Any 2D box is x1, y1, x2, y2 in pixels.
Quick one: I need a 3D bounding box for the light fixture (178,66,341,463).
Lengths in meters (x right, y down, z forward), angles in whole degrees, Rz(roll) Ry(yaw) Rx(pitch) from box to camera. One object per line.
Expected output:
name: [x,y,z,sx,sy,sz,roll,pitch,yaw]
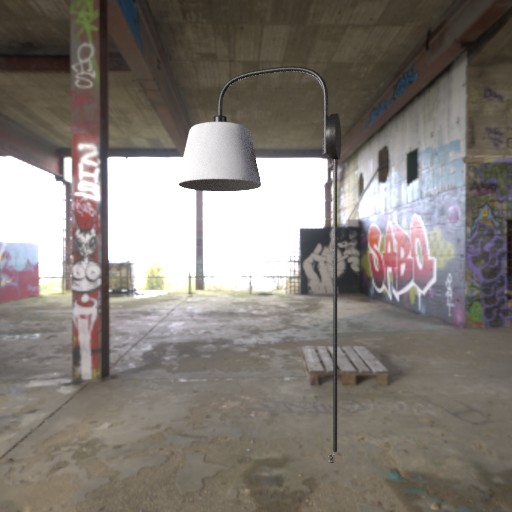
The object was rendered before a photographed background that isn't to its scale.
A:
light fixture: [0.000,0.000,0.478,0.176,0.399,0.092,0,0,18]
